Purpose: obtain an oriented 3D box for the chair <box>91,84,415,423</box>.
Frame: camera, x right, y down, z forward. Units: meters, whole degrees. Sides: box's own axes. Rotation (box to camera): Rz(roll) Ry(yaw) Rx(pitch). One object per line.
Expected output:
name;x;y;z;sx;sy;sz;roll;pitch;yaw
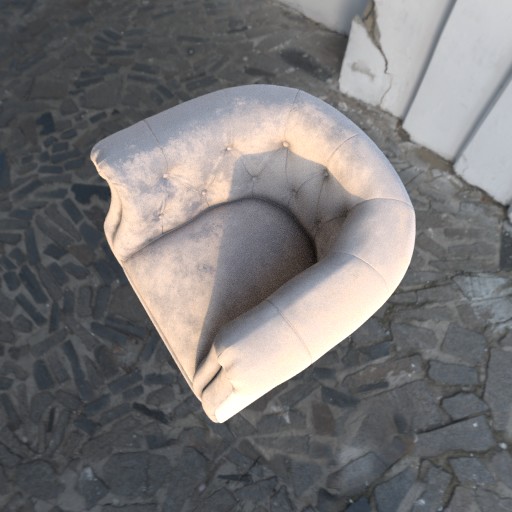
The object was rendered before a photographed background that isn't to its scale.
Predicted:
chair;0.000;0.000;1.579;0.851;0.826;0.904;-31;68;-14
